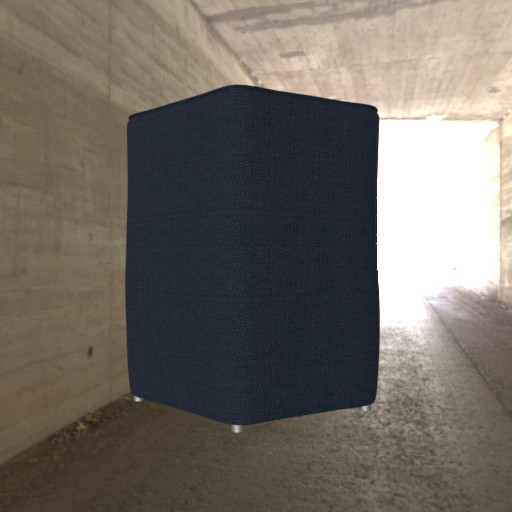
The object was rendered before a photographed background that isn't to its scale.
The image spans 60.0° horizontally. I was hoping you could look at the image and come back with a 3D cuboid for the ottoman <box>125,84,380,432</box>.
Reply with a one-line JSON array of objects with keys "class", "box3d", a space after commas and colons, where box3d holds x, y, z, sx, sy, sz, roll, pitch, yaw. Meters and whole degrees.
[{"class": "ottoman", "box3d": [0.000, 0.000, 0.865, 0.492, 0.505, 0.454, 0, 0, -19]}]
